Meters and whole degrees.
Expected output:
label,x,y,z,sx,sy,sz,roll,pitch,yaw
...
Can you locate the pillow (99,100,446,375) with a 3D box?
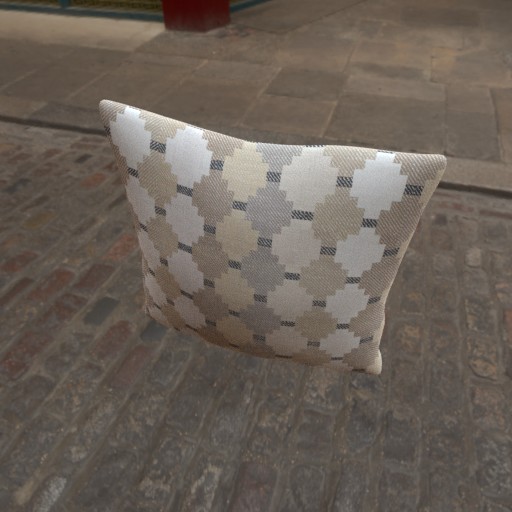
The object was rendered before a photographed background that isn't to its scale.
label,x,y,z,sx,sy,sz,roll,pitch,yaw
pillow,0.000,0.000,0.867,0.578,0.558,0.192,12,43,13
